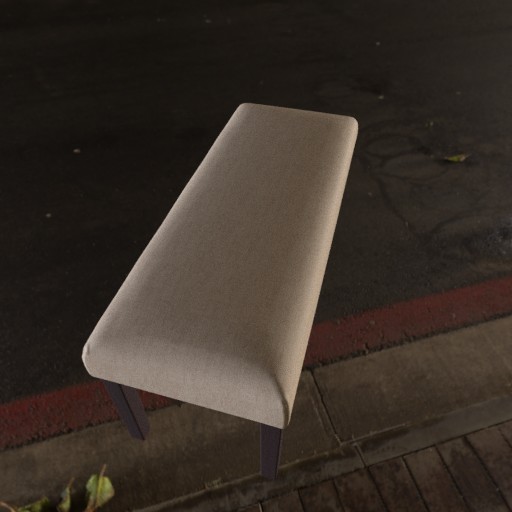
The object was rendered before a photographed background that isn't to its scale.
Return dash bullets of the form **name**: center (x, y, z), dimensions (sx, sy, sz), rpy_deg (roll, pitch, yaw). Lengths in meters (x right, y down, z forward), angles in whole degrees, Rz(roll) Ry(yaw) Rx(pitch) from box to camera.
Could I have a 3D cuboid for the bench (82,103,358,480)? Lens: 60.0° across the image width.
- **bench**: center (0.000, 0.000, 1.254), dimensions (0.407, 0.456, 1.013), rpy_deg (11, 47, 11)
